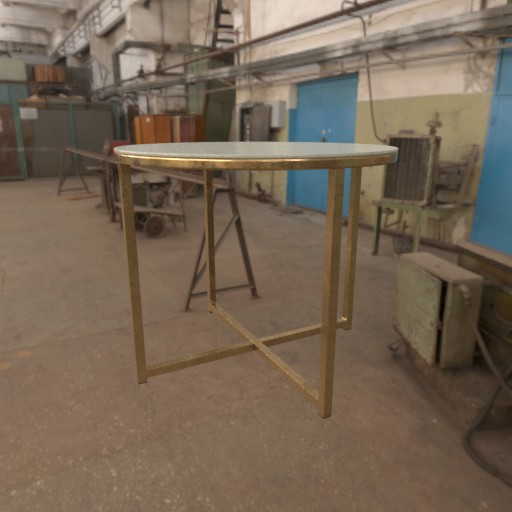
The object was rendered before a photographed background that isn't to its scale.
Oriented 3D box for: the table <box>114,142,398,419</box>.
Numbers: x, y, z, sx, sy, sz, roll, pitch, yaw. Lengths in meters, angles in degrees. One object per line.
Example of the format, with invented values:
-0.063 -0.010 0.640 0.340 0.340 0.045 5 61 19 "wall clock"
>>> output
0.000 0.000 0.873 0.500 0.420 0.500 0 16 0 "table"
